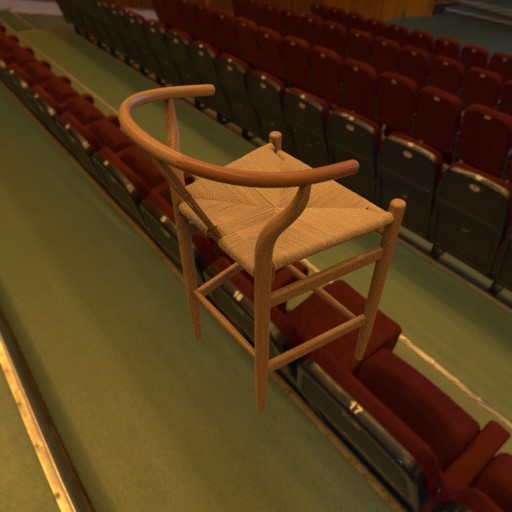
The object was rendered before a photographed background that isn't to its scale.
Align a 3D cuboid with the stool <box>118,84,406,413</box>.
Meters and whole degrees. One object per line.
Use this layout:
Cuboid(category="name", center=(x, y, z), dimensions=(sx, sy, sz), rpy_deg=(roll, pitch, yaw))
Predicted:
Cuboid(category="stool", center=(0.000, 0.000, 1.267), dimensions=(0.575, 0.923, 0.536), rpy_deg=(-28, 49, -28))
